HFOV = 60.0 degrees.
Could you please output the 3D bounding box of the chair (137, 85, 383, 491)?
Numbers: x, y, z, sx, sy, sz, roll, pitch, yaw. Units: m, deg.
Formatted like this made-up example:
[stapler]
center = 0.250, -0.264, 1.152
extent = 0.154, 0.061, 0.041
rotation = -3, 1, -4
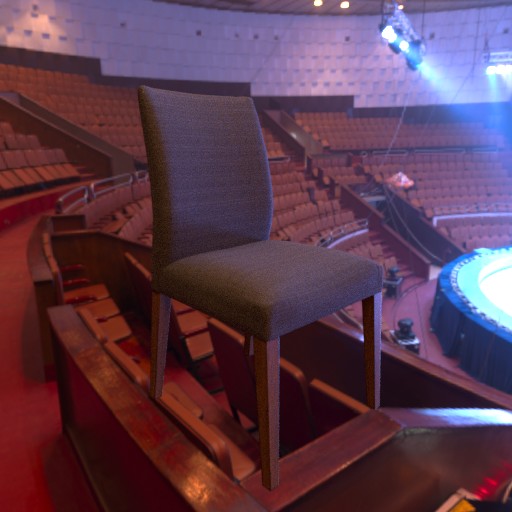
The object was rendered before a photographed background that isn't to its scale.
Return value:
[chair]
center = 0.000, 0.000, 1.288
extent = 0.585, 0.940, 0.496
rotation = 13, 19, 43
